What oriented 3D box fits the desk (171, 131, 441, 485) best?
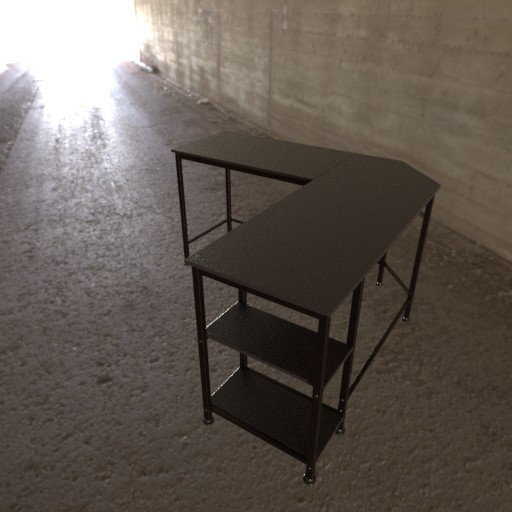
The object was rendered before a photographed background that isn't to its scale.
[{"bbox_3d":[0.000,0.000,2.152,1.379,0.739,1.379,18,34,29],"label":"desk"}]
